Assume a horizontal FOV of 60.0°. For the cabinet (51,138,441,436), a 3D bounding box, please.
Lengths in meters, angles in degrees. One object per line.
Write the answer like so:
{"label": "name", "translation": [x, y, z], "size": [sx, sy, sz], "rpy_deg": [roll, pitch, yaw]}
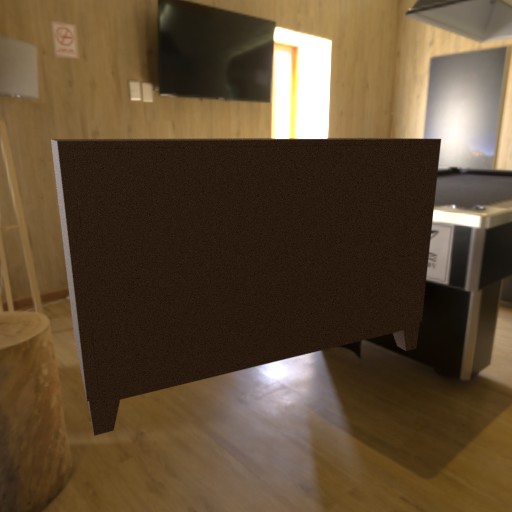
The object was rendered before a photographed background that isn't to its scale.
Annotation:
{"label": "cabinet", "translation": [0.000, 0.000, 1.790], "size": [1.396, 0.914, 0.482], "rpy_deg": [-7, 17, -25]}
